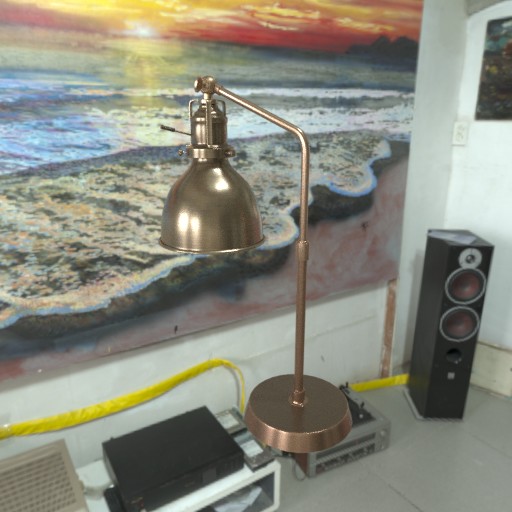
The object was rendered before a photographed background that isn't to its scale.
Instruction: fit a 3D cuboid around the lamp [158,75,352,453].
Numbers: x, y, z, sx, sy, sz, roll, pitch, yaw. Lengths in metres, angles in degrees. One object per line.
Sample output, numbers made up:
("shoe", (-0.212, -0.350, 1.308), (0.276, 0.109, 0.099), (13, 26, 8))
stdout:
("lamp", (0.000, 0.000, 0.595), (0.286, 0.456, 0.153), (8, 19, 25))
